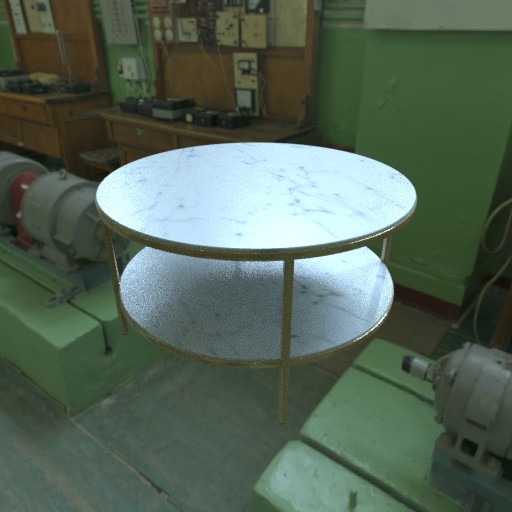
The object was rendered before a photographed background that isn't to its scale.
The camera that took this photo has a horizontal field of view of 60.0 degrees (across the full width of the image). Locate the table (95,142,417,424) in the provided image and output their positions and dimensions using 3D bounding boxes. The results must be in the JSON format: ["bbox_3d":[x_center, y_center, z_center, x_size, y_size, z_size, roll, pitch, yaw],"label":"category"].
[{"bbox_3d":[0.000,0.000,1.258,0.800,0.450,0.800,0,28,0],"label":"table"}]
